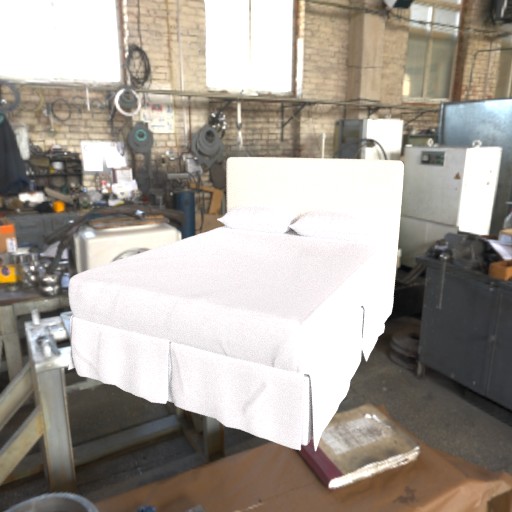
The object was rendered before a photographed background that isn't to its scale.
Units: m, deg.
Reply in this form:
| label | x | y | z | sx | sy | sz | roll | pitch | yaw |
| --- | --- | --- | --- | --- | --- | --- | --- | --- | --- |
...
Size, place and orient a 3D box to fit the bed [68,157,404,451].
| label | x | y | z | sx | sy | sz | roll | pitch | yaw |
| --- | --- | --- | --- | --- | --- | --- | --- | --- | --- |
| bed | 0.000 | 0.000 | 3.239 | 1.713 | 1.330 | 2.142 | 7 | 16 | 26 |
